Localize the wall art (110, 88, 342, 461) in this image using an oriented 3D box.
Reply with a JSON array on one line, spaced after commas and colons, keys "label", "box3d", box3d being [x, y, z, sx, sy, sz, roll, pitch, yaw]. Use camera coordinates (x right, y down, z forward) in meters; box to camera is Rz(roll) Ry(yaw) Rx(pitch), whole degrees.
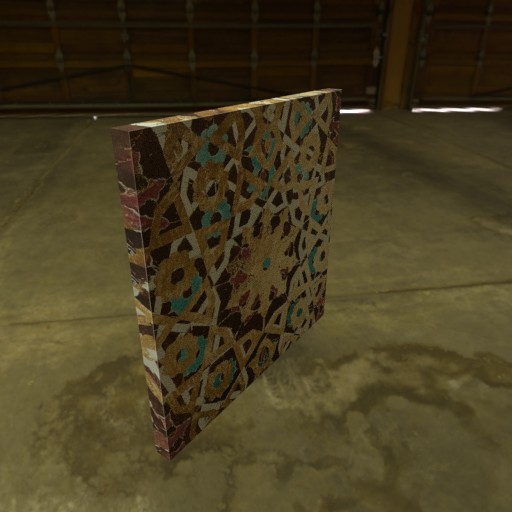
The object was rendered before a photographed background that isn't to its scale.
[{"label": "wall art", "box3d": [0.000, 0.000, 0.936, 0.041, 0.613, 0.609, 18, 32, 32]}]
